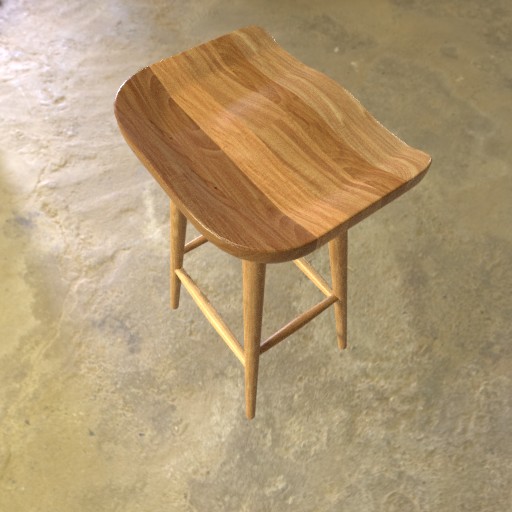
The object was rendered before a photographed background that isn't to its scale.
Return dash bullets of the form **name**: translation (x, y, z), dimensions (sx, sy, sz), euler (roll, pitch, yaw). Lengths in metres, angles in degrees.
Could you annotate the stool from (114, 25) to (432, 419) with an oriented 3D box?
- **stool**: translation (0.000, 0.000, 0.915), dimensions (0.322, 0.698, 0.407), euler (-32, 63, -19)
